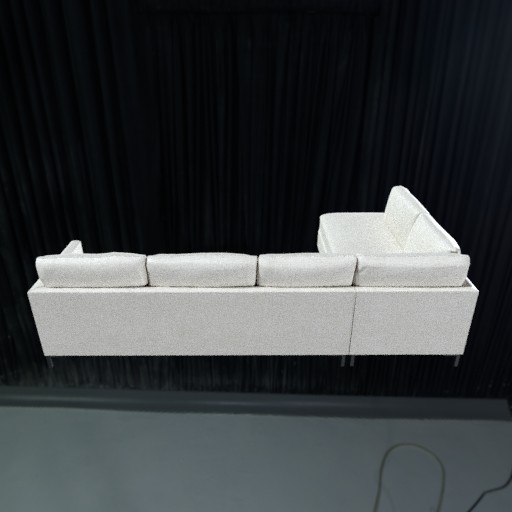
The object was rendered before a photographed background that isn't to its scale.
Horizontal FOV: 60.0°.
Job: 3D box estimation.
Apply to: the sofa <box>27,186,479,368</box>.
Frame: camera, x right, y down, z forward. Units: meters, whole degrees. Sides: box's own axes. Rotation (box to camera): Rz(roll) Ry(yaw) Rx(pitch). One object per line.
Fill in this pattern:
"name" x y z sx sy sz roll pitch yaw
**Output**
"sofa" 0.000 0.000 4.286 3.384 0.996 2.048 0 27 0
